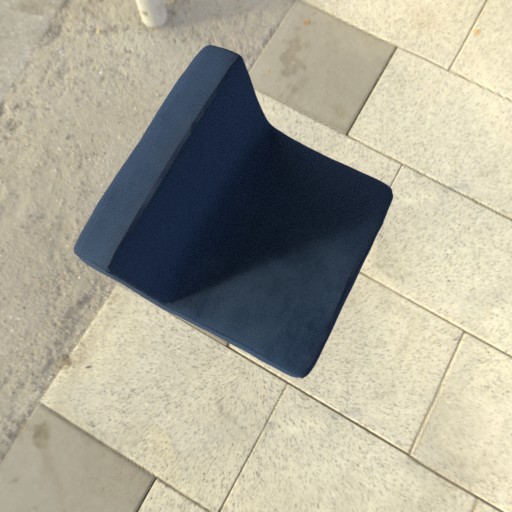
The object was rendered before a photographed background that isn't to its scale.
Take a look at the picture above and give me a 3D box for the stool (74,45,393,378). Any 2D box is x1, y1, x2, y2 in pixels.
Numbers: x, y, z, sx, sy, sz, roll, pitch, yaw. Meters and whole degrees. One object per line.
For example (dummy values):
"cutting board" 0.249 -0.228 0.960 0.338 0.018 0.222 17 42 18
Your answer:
"stool" 0.000 0.000 1.261 0.516 0.945 0.511 27 78 6
